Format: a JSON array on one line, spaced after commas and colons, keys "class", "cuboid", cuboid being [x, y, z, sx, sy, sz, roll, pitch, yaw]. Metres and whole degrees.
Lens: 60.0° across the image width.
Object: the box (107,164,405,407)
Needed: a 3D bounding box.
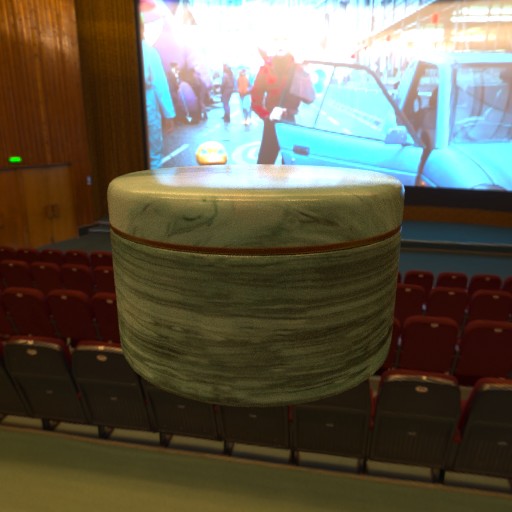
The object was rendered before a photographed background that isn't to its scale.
[{"class": "box", "cuboid": [0.000, 0.000, 0.165, 0.101, 0.063, 0.101, 0, 16, 0]}]
